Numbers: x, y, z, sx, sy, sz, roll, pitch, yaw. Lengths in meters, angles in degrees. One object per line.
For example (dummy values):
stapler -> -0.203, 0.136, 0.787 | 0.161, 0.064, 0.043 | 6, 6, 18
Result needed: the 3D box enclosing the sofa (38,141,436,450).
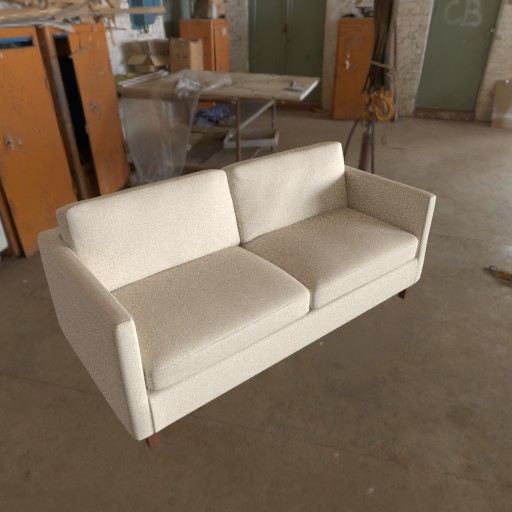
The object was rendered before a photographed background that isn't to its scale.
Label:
sofa -> 0.000, 0.000, 2.459 | 1.981, 0.889, 0.965 | -21, 36, -33
